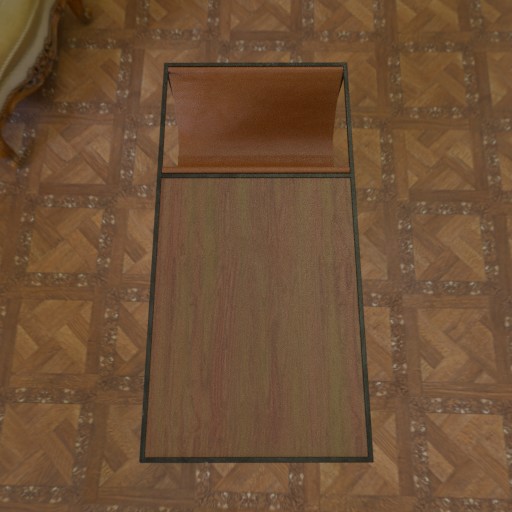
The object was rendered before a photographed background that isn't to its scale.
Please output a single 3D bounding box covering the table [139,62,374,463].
[{"bbox_3d":[0.000,0.000,1.476,0.597,0.403,1.199,0,75,0],"label":"table"}]
